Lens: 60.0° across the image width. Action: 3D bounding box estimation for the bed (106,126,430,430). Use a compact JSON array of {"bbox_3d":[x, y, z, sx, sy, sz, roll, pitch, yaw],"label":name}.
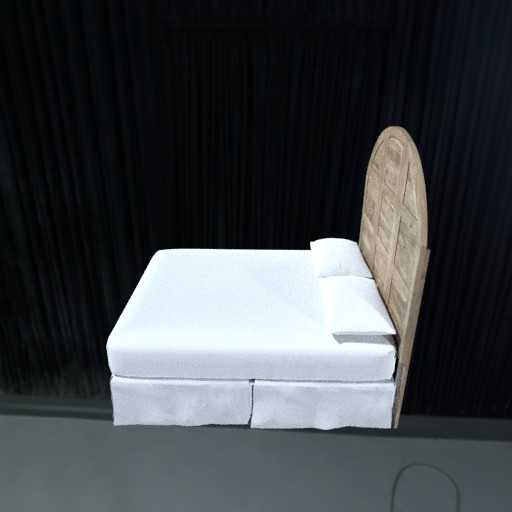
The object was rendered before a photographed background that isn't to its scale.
[{"bbox_3d":[0.000,0.000,3.549,2.112,2.002,1.713,1,25,1],"label":"bed"}]
